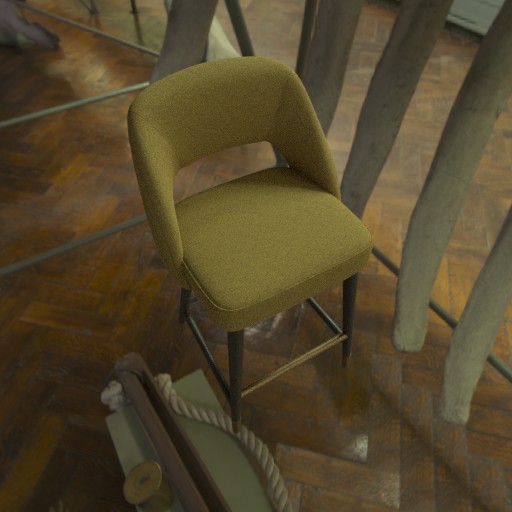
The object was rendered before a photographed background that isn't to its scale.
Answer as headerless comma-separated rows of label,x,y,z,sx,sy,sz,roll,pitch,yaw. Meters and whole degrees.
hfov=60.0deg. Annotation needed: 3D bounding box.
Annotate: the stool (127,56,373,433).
stool,0.000,0.000,1.284,0.536,0.939,0.522,-24,52,-20
